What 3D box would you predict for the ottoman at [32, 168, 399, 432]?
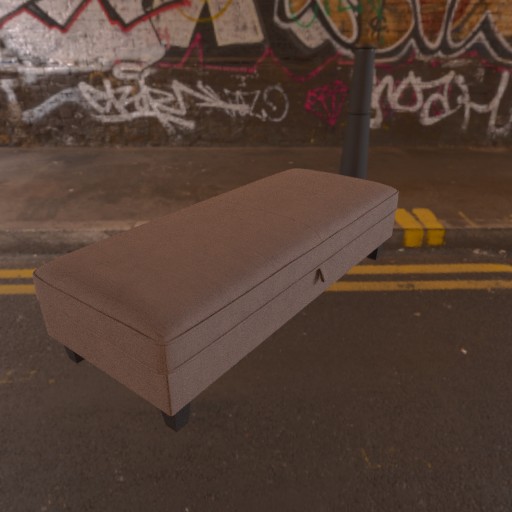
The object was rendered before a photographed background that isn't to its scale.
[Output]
[{"bbox_3d":[0.000,0.000,2.086,0.751,0.470,1.764,18,32,33],"label":"ottoman"}]
